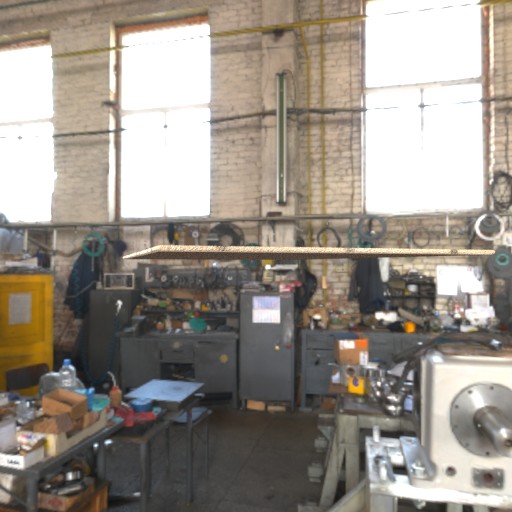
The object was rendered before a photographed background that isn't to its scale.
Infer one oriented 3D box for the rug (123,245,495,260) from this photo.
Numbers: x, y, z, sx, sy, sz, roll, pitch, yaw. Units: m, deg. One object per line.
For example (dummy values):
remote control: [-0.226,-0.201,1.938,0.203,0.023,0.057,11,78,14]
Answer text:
rug: [0.000,0.000,3.353,1.801,0.026,2.701,0,-1,-20]
